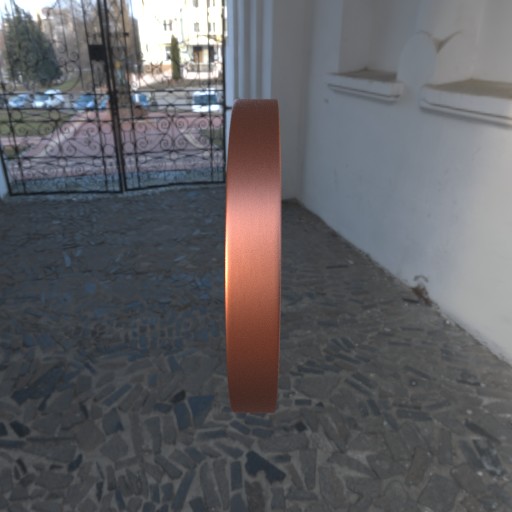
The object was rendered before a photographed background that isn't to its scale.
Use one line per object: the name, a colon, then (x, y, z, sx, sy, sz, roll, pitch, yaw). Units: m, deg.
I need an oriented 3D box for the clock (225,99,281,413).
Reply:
clock: (0.000, 0.000, 0.470, 0.040, 0.313, 0.313, 0, 25, 1)
